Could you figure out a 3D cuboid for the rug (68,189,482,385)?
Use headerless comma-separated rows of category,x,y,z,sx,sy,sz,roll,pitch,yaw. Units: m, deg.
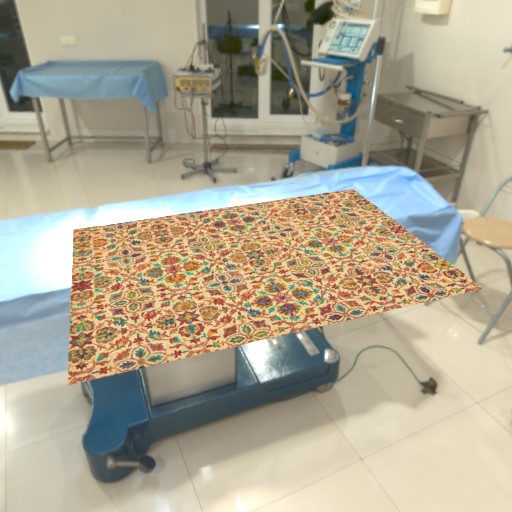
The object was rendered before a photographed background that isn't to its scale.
rug,0.000,0.000,2.331,1.838,0.013,1.226,-10,33,-16
